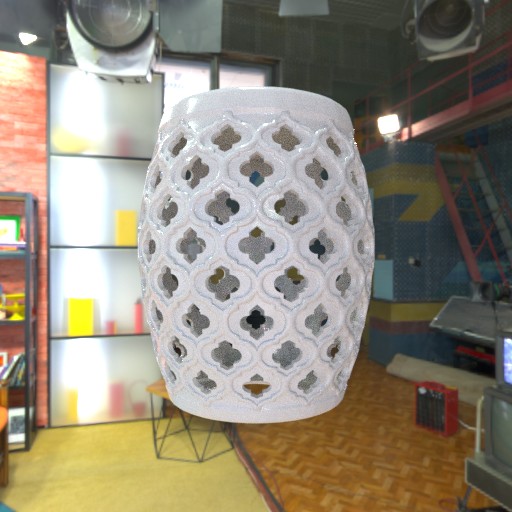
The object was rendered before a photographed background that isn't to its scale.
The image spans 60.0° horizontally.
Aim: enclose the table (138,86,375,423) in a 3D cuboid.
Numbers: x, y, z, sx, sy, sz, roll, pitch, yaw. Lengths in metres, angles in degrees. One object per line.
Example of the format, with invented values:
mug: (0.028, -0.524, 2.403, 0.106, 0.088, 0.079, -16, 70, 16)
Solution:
table: (0.000, 0.000, 0.630, 0.325, 0.388, 0.325, 0, 0, 0)
